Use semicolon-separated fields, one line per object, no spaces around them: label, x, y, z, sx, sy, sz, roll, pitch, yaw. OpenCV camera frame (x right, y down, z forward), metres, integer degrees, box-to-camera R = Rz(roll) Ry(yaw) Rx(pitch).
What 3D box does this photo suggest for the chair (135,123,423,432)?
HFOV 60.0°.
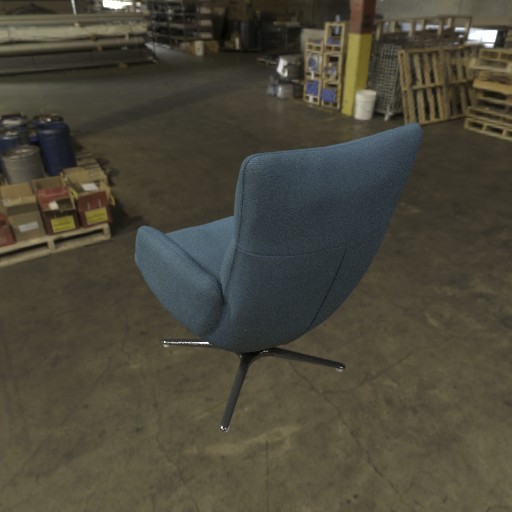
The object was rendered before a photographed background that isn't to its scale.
chair;0.000;0.000;1.556;0.711;1.016;0.889;-18;35;-28
